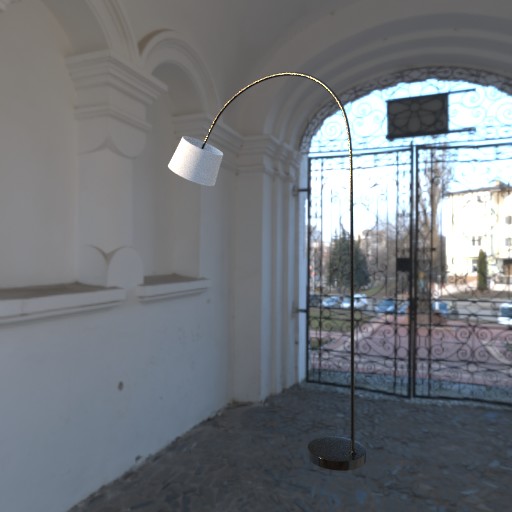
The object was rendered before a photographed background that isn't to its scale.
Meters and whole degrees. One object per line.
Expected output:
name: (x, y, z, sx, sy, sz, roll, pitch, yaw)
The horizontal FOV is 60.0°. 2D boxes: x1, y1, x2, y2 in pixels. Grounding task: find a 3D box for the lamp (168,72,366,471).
lamp: (0.000, 0.000, 2.646, 1.363, 2.104, 0.331, 0, 0, 37)
